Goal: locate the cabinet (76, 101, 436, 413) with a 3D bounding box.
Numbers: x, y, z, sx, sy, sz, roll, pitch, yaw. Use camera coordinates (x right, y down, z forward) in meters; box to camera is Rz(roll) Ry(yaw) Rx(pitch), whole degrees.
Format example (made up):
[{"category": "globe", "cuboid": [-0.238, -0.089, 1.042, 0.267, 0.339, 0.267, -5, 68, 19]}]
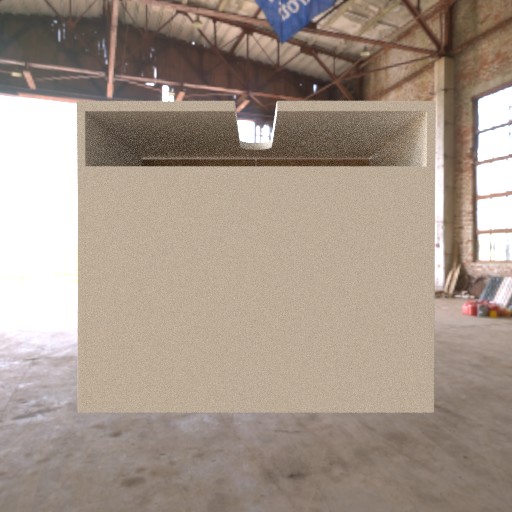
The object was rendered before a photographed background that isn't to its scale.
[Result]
[{"category": "cabinet", "cuboid": [0.000, 0.000, 0.942, 0.600, 0.522, 0.400, 0, 1, 0]}]
